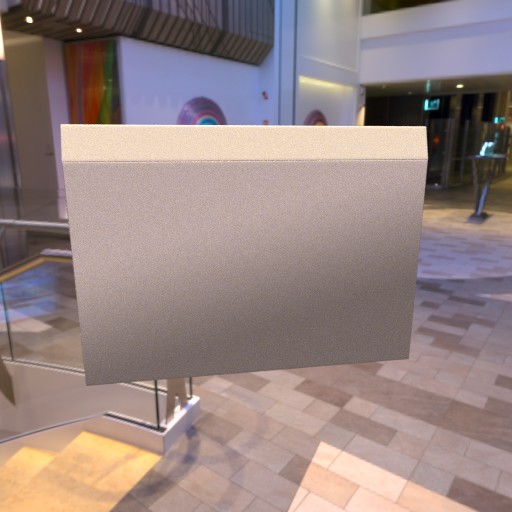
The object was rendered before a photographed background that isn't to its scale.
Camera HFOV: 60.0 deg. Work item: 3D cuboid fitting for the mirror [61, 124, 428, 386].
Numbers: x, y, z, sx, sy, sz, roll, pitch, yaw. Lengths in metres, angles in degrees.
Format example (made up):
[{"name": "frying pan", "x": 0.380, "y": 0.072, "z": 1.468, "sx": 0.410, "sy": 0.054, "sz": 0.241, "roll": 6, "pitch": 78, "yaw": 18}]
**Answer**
[{"name": "mirror", "x": 0.000, "y": 0.000, "z": 1.116, "sx": 0.870, "sy": 0.630, "sz": 0.030, "roll": -2, "pitch": 15, "yaw": -9}]
